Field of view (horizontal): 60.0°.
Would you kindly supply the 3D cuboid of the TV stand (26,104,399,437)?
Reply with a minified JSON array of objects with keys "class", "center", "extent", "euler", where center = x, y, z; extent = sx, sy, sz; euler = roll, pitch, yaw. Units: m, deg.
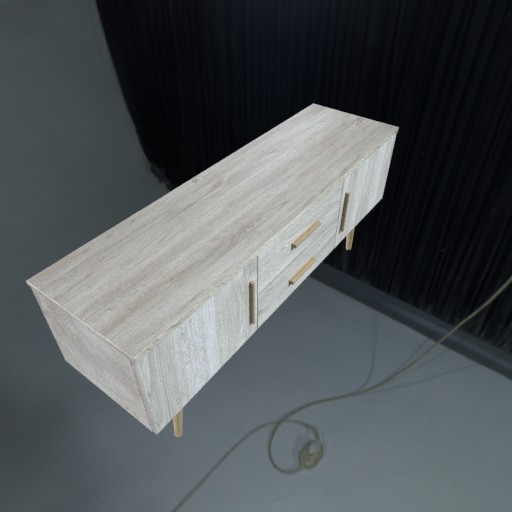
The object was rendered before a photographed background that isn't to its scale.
[{"class":"TV stand","center":[0.000,0.000,1.550],"extent":[0.401,0.565,1.313],"euler":[26,48,27]}]
